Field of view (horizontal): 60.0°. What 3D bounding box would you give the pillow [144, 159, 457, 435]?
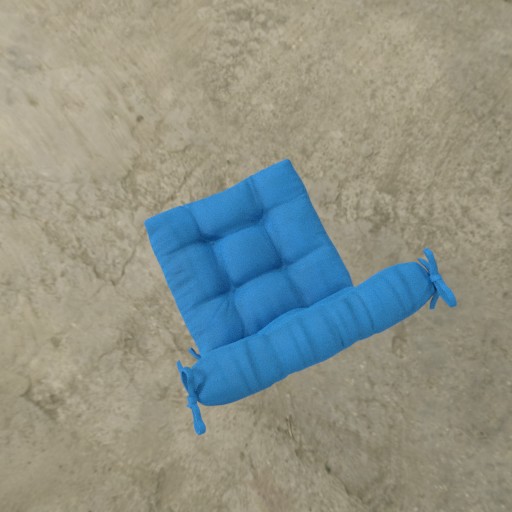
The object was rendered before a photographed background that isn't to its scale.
[{"bbox_3d":[0.000,0.000,1.044,0.519,0.605,0.571,-25,77,-6],"label":"pillow"}]
